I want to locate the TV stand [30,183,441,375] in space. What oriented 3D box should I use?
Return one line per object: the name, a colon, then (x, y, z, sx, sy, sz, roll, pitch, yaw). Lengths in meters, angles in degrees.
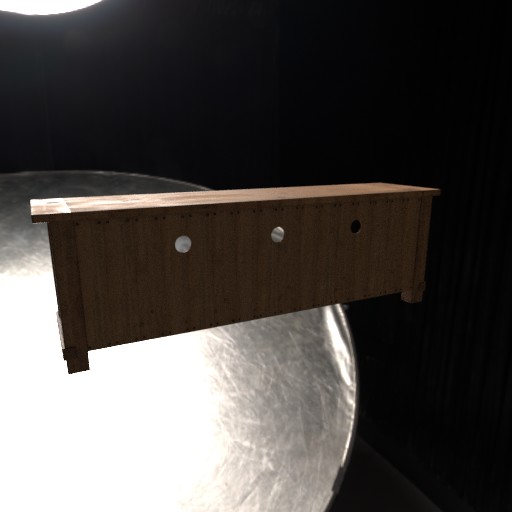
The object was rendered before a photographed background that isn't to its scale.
TV stand: (0.000, 0.000, 2.047, 1.804, 0.573, 0.453, -7, 16, -26)
